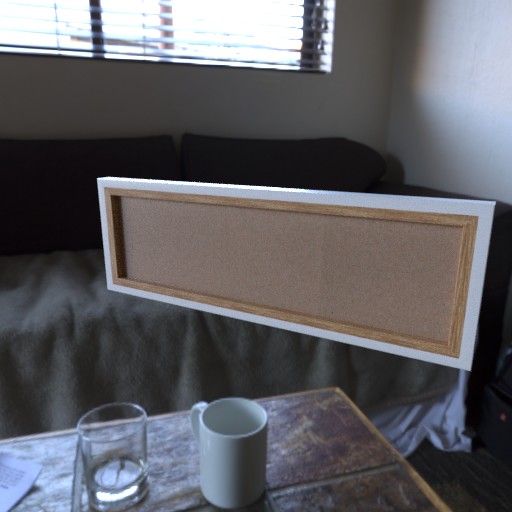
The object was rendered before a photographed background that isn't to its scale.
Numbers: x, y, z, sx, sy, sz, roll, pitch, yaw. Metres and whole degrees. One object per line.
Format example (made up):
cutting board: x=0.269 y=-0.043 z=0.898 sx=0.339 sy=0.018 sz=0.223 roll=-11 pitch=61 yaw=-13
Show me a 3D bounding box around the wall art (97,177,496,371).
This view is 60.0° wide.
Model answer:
wall art: x=0.000 y=0.000 z=0.833 sx=0.766 sy=0.256 sz=0.036 roll=8 pitch=18 yaw=27
